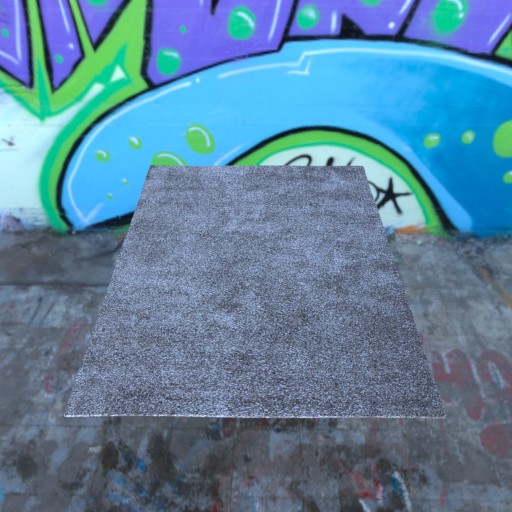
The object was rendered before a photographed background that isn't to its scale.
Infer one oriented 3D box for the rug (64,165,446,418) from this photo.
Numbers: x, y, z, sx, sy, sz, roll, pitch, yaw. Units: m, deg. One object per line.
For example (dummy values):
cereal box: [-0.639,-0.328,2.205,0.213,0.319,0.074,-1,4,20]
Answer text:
rug: [0.000,0.000,3.883,2.401,0.025,3.000,0,42,0]
